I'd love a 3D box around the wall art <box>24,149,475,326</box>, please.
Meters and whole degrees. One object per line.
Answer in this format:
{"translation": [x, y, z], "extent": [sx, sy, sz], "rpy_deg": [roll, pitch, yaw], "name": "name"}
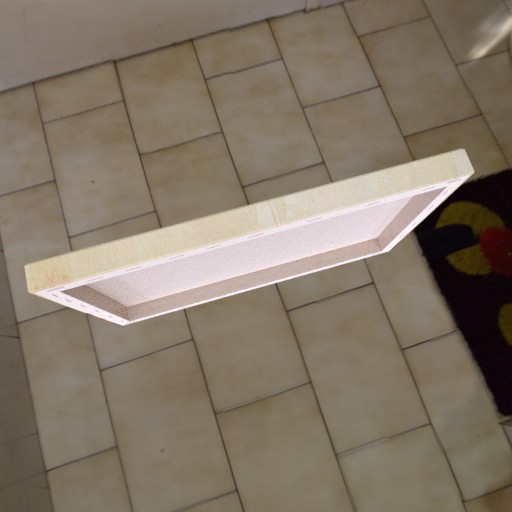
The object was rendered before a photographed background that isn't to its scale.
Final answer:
{"translation": [0.000, 0.000, 0.784], "extent": [0.613, 0.402, 0.040], "rpy_deg": [-15, 76, -4], "name": "wall art"}
